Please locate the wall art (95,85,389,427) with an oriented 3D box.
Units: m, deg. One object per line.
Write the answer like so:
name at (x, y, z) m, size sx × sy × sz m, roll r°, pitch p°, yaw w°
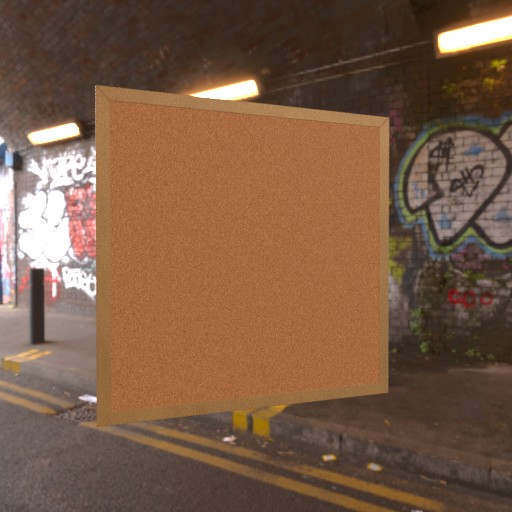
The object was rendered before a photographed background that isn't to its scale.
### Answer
wall art at (0.000, 0.000, 1.125) m, size 0.763 × 0.763 × 0.037 m, roll 0°, pitch 1°, yaw -18°
